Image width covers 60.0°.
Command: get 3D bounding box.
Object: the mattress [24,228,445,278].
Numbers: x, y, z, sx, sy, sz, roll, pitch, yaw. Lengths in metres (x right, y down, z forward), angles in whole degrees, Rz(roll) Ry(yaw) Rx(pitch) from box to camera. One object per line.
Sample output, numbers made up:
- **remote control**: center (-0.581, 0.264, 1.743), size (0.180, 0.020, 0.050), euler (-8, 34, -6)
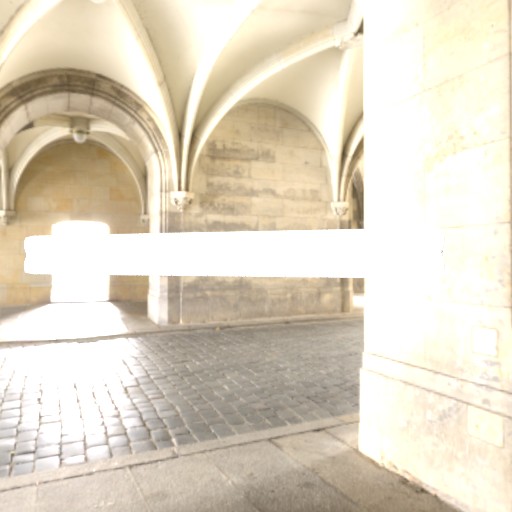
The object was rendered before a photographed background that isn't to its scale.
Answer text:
- **mattress**: center (0.000, 0.000, 2.742), size (2.000, 0.200, 1.600), euler (0, -1, 17)
